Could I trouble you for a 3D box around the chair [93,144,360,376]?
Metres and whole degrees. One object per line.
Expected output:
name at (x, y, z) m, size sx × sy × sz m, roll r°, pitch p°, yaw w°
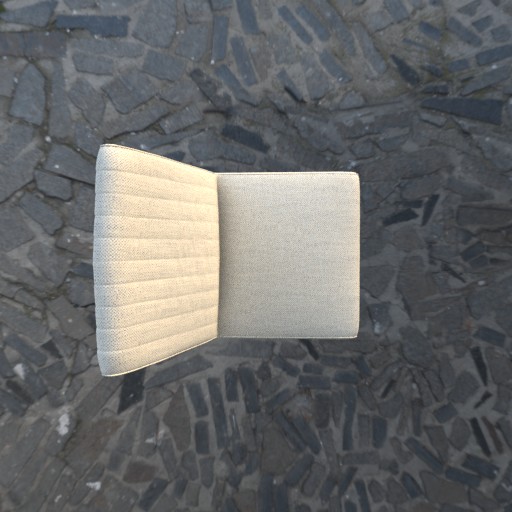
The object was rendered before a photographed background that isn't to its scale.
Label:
chair at (0.000, 0.000, 1.230) m, size 0.594 × 0.900 × 0.480 m, roll 0°, pitch 91°, yaw 0°
